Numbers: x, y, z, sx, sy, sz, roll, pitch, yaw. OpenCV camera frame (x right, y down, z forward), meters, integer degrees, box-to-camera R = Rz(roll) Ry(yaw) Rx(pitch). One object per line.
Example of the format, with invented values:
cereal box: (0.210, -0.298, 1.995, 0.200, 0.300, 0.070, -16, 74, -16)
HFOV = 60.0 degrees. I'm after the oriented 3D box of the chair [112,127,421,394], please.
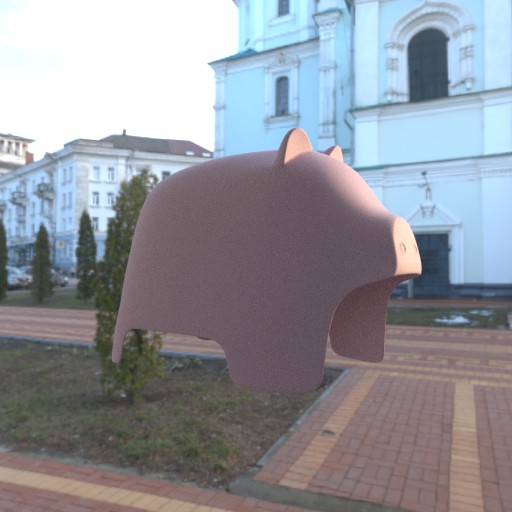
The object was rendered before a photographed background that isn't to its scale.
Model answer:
chair: (0.000, 0.000, 0.881, 0.619, 0.423, 0.364, -1, -2, 38)
